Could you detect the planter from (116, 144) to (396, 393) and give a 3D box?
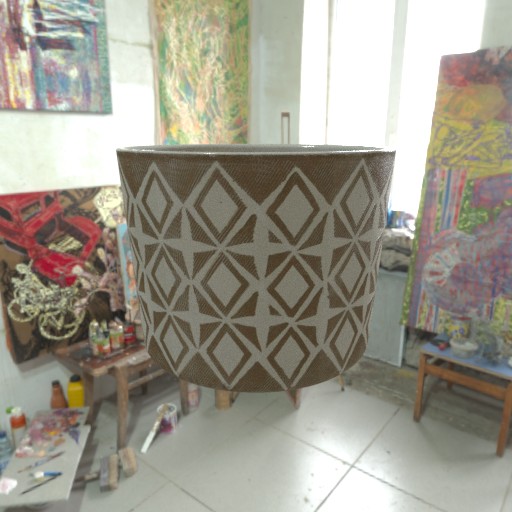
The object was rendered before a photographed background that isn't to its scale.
[{"bbox_3d":[0.000,0.000,0.459,0.260,0.220,0.260,0,15,0],"label":"planter"}]
